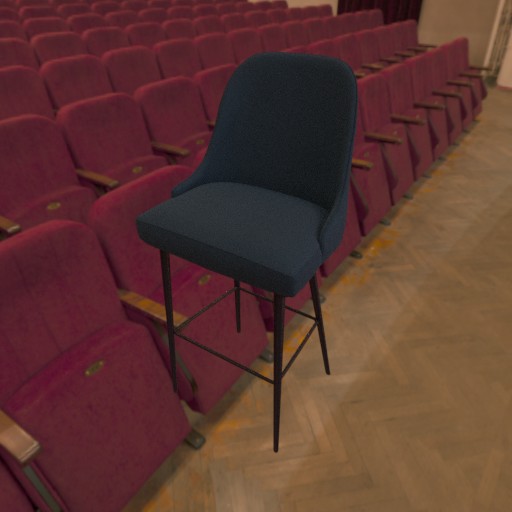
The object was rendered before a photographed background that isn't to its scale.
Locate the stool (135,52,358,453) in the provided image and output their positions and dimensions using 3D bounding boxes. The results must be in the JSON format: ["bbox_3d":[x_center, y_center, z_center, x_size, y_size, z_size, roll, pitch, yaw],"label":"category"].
[{"bbox_3d":[0.000,0.000,1.353,0.527,1.079,0.489,20,37,28],"label":"stool"}]
